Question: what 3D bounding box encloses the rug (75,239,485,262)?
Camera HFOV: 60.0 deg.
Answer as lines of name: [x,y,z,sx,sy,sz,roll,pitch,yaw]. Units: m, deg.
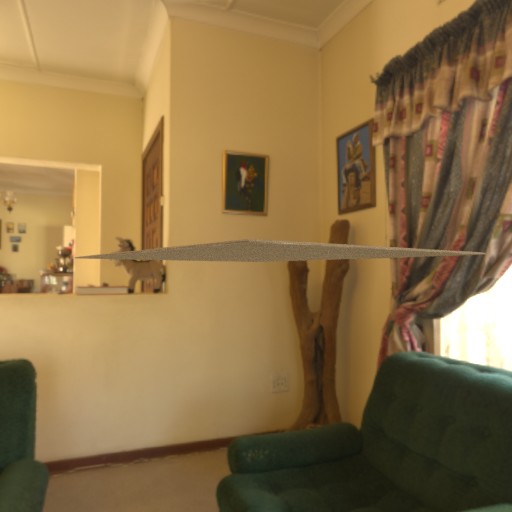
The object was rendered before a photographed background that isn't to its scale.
rug: [0.000,0.000,3.901,2.288,0.018,2.895,2,-3,-37]
